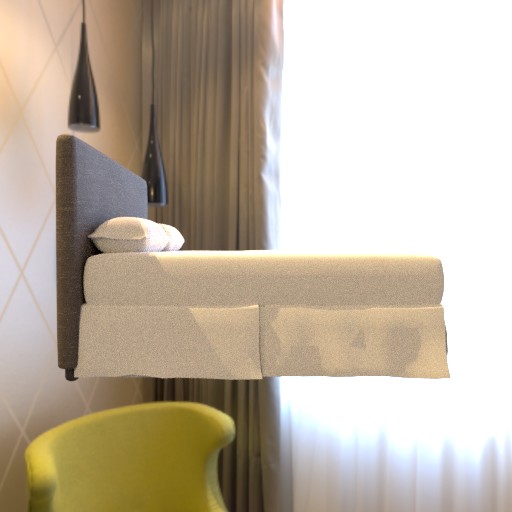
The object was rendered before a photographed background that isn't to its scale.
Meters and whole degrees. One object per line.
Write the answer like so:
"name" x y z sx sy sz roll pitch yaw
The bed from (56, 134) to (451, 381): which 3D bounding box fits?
"bed" 0.000 0.000 3.172 2.142 1.330 1.723 0 1 -1
